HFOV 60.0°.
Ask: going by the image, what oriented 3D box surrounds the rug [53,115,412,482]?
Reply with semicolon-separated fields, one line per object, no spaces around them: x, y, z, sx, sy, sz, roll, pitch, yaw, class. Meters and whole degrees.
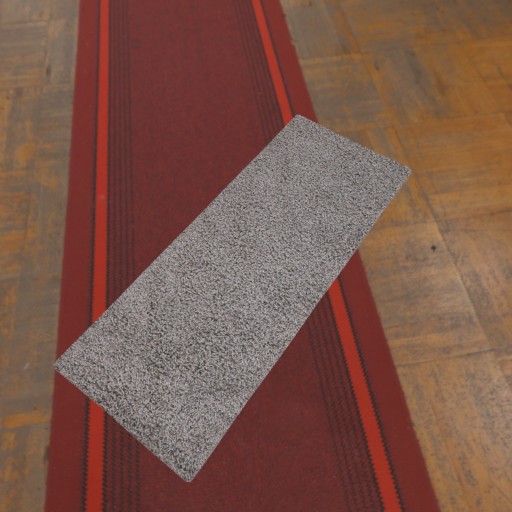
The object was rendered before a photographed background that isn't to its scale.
0.000;0.000;1.733;0.609;0.030;1.524;32;64;18;rug
